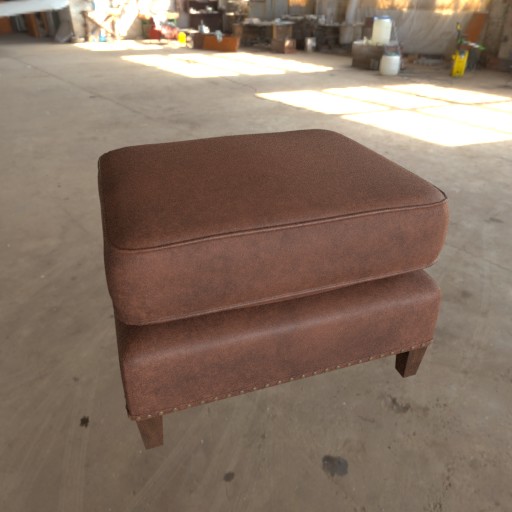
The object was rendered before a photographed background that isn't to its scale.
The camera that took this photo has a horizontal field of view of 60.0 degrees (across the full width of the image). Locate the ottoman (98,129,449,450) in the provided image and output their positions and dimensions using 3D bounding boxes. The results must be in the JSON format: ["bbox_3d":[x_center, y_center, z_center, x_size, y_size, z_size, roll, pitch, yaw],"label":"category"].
[{"bbox_3d":[0.000,0.000,1.143,0.738,0.537,0.589,-10,32,-16],"label":"ottoman"}]
